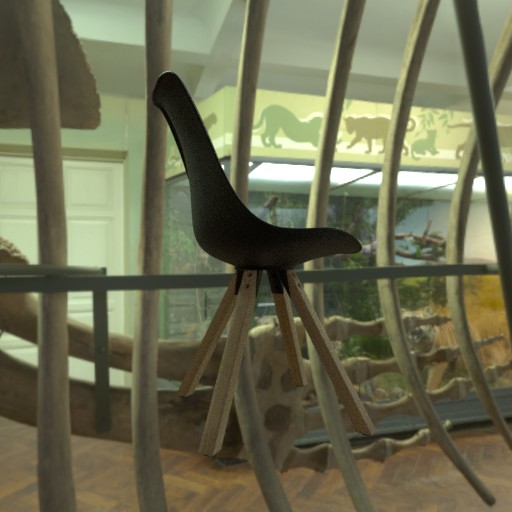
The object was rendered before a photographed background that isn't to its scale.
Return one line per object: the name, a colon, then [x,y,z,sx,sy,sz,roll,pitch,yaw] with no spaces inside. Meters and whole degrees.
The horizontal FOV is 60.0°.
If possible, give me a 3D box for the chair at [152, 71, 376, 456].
chair: [0.000,0.000,1.202,0.549,0.850,0.485,0,0,-17]
